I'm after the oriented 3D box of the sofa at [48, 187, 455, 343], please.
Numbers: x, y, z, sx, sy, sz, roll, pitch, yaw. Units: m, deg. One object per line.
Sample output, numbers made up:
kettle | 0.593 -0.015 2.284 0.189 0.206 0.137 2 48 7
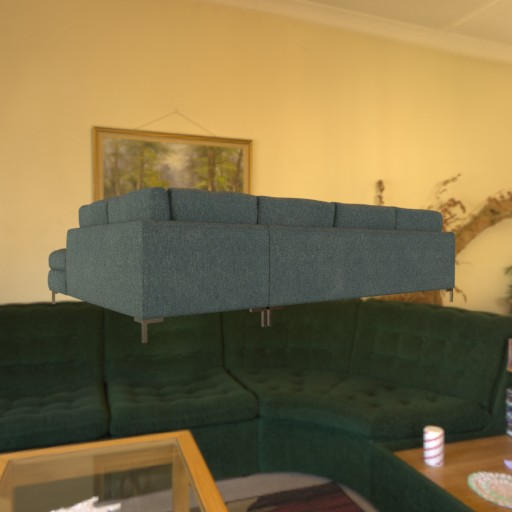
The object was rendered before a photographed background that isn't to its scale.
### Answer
sofa | 0.000 0.000 3.834 2.949 0.815 2.007 -1 1 -37
